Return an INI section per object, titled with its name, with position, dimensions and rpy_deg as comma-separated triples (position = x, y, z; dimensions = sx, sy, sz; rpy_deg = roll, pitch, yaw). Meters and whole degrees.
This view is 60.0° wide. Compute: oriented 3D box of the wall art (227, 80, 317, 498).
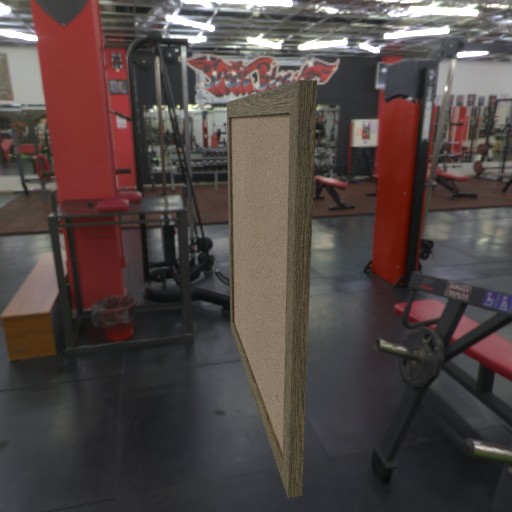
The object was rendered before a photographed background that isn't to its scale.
[wall art]
position = 0.000, 0.000, 0.744
dimensions = 0.019, 0.508, 0.508
rpy_deg = -3, 17, -11
